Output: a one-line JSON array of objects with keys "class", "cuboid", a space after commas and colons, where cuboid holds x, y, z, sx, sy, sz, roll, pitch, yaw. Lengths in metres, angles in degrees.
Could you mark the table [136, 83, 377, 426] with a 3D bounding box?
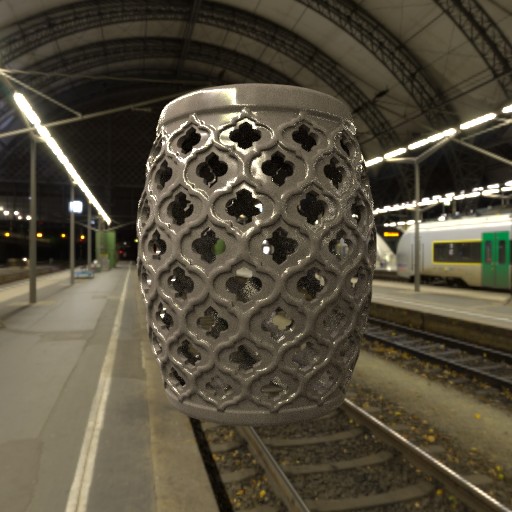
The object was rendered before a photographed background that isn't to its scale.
[{"class": "table", "cuboid": [0.000, 0.000, 0.620, 0.325, 0.388, 0.325, 0, 0, 0]}]
